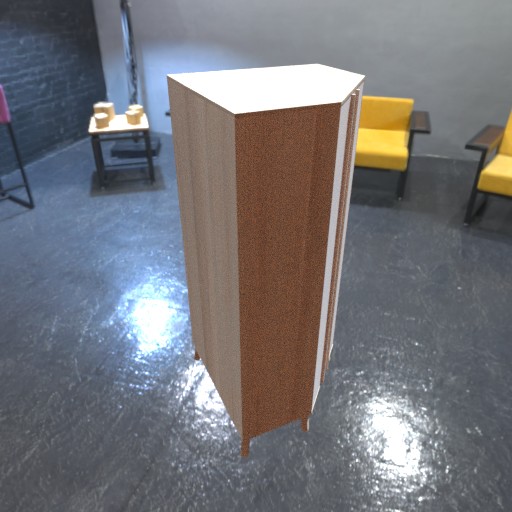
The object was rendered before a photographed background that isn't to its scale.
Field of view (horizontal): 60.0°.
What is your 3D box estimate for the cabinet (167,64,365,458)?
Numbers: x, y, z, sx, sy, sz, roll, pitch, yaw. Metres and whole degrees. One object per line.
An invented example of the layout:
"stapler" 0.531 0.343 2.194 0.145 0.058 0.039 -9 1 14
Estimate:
"cabinet" 0.000 0.000 2.623 0.969 1.957 1.272 11 33 17
